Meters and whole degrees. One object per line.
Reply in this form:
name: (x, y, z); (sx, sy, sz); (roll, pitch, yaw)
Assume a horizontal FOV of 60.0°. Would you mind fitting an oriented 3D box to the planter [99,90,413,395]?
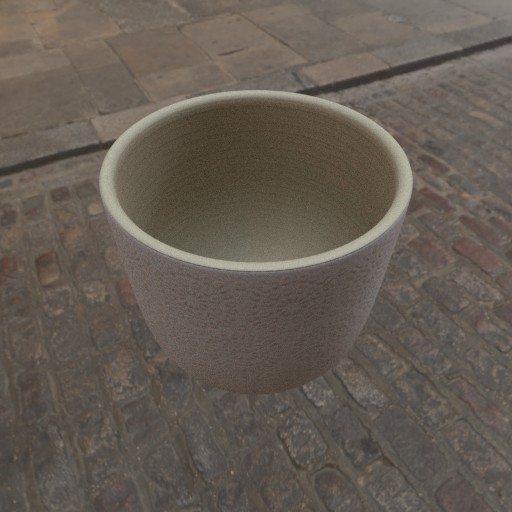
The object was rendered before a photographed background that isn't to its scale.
planter: (0.000, 0.000, 0.369); (0.208, 0.190, 0.208); (0, 46, 0)
